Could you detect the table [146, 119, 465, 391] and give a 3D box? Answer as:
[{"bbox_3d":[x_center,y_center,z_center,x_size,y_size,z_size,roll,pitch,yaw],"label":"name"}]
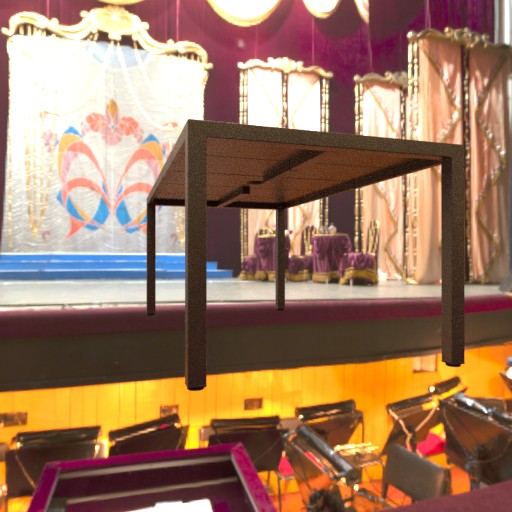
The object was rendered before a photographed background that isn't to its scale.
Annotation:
[{"bbox_3d":[0.000,0.000,2.124,0.914,0.735,1.680,0,0,-18],"label":"table"}]
